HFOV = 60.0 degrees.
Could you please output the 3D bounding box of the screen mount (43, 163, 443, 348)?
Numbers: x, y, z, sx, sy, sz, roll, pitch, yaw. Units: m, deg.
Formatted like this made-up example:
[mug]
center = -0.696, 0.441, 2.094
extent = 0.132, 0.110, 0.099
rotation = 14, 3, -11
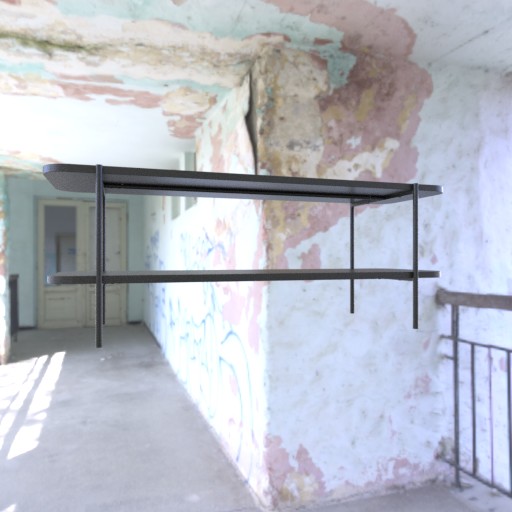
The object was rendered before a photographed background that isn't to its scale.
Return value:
[screen mount]
center = 0.000, 0.000, 1.409
extent = 1.200, 0.447, 0.400
rotation = 0, 0, -18
